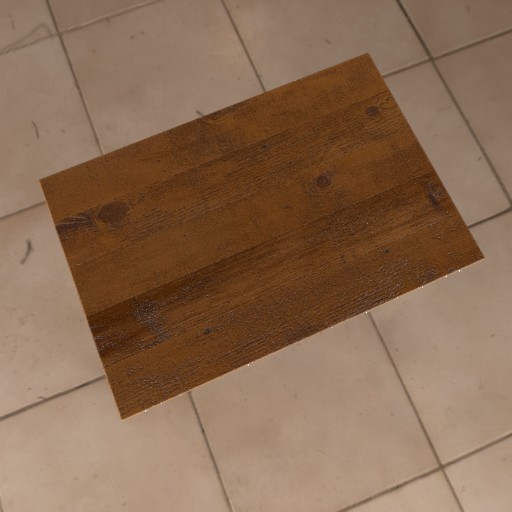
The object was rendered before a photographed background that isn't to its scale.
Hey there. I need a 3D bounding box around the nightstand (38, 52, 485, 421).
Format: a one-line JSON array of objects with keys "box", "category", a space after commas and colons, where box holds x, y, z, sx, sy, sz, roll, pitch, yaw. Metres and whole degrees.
[{"box": [0.000, 0.000, 1.055, 0.650, 0.599, 0.450, -23, 78, -5], "category": "nightstand"}]
